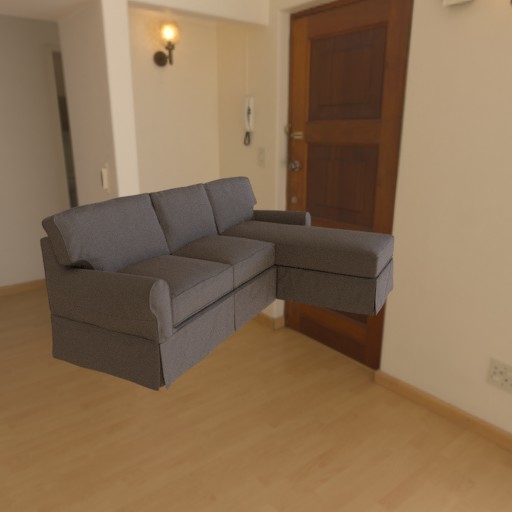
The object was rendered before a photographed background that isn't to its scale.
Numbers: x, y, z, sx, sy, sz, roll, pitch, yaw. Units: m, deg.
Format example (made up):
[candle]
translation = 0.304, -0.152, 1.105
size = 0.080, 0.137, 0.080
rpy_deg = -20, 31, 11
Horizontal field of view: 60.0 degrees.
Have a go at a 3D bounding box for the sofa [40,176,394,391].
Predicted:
[sofa]
translation = 0.000, 0.000, 3.382
size = 1.733, 0.978, 2.475
rpy_deg = 8, 18, 26
